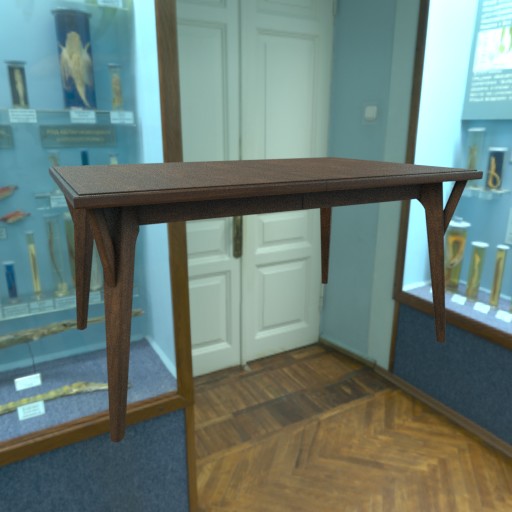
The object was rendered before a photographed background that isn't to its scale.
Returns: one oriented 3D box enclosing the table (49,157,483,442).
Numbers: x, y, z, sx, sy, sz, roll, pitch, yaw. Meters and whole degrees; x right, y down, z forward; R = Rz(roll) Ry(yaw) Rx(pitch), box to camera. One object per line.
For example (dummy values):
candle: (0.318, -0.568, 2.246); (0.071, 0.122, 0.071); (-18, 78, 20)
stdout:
table: (0.000, 0.000, 1.951); (1.524, 0.761, 0.990); (-8, 18, -26)
